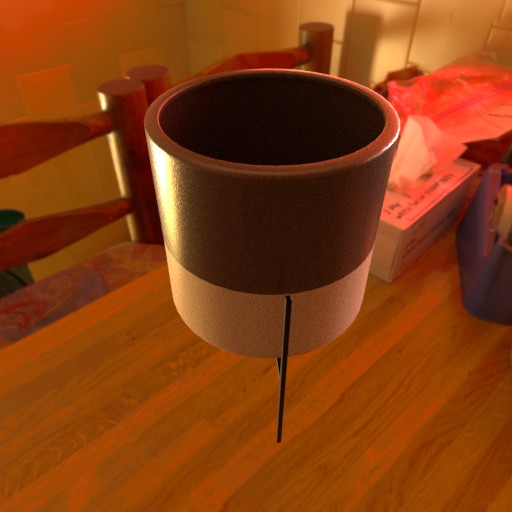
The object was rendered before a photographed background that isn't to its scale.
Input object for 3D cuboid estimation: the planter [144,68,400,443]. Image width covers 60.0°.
[{"bbox_3d":[0.000,0.000,0.522,0.260,0.353,0.250,12,42,13],"label":"planter"}]
